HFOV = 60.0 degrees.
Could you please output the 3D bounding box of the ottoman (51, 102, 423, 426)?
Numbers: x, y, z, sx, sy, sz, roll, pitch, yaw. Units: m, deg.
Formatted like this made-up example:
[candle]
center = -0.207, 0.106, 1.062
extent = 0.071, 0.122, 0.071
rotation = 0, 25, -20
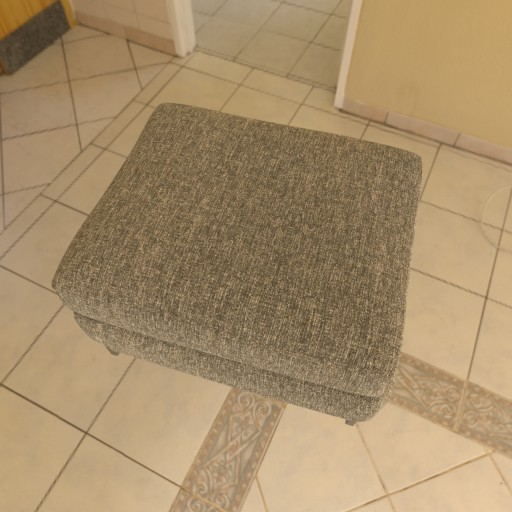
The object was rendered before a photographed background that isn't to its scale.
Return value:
[ottoman]
center = 0.000, 0.000, 1.223
extent = 0.828, 0.480, 0.683
rotation = 14, 59, 9
